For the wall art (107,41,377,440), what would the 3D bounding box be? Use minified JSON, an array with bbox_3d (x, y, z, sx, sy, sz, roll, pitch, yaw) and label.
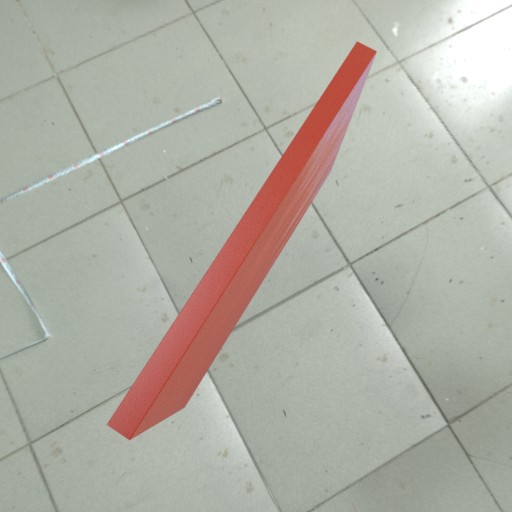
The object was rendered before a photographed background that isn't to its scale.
[{"bbox_3d":[0.000,0.000,0.767,0.033,0.405,0.607,31,78,7],"label":"wall art"}]
